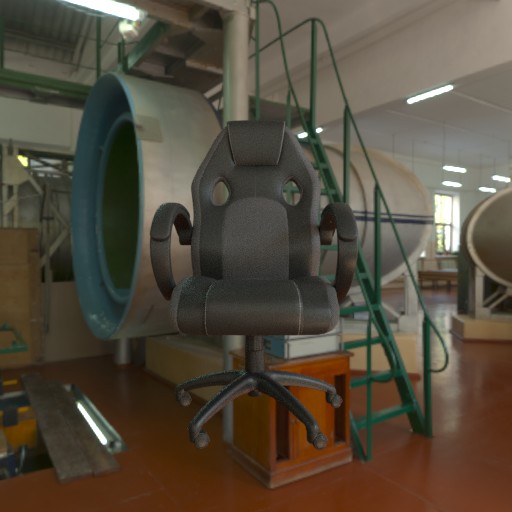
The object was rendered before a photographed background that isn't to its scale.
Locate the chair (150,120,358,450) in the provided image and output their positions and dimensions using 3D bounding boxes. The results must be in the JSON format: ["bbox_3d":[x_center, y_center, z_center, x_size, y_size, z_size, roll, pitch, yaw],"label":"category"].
[{"bbox_3d":[0.000,0.000,1.651,0.673,1.187,0.724,0,1,1],"label":"chair"}]
